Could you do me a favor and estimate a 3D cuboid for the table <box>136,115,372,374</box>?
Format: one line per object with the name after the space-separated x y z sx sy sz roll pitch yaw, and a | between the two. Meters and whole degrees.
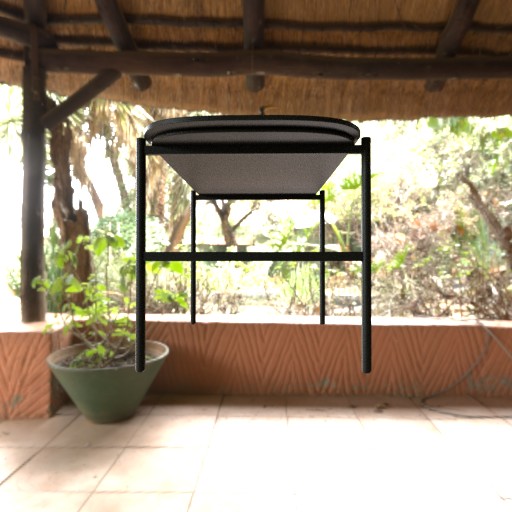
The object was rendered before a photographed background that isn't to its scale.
0.000 0.000 1.039 0.400 0.400 0.800 0 -1 1 | table
